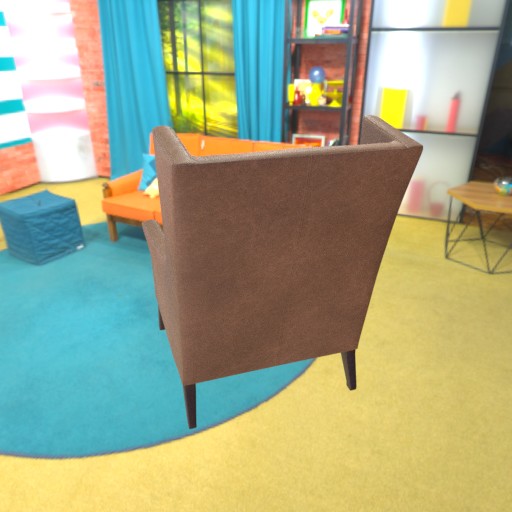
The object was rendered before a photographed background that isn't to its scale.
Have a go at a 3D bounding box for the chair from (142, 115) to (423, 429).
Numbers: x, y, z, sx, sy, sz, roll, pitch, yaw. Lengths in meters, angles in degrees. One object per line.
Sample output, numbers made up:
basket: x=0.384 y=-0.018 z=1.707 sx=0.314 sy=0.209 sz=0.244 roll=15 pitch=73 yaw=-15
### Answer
chair: x=0.000 y=0.000 z=1.749 sx=0.815 sy=1.088 sz=0.913 roll=-8 pitch=27 yaw=-16
